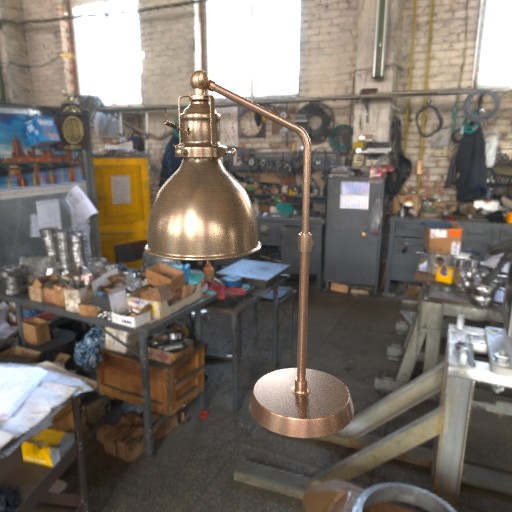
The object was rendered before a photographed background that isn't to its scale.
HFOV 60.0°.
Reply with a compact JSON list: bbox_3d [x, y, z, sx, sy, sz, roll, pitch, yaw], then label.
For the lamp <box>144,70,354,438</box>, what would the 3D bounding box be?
[{"bbox_3d":[0.000,0.000,0.587,0.286,0.456,0.153,-2,14,-8],"label":"lamp"}]
